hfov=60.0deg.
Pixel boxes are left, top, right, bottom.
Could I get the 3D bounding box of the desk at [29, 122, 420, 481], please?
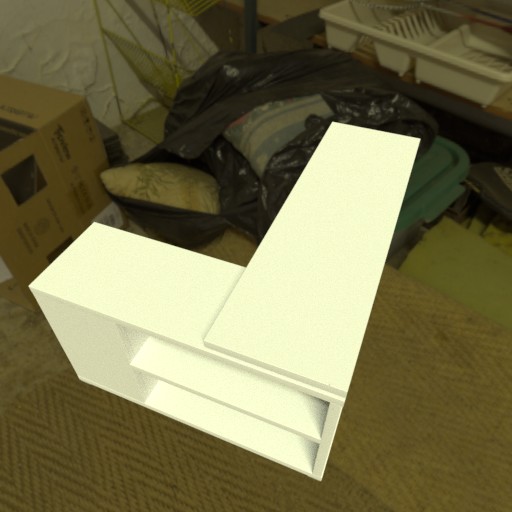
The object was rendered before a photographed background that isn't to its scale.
[{"bbox_3d":[0.000,0.000,2.205,1.200,0.753,1.524,16,47,16],"label":"desk"}]
